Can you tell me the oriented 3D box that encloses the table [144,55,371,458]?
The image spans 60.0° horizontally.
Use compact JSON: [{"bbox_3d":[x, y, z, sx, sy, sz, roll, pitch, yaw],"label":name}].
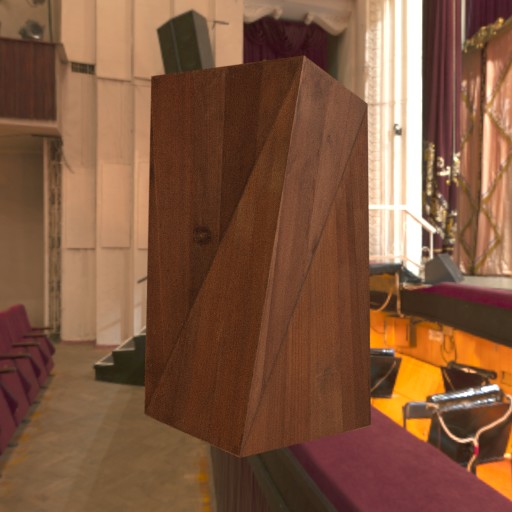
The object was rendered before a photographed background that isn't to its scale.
[{"bbox_3d":[0.000,0.000,0.875,0.425,0.604,0.441,0,0,-17],"label":"table"}]
